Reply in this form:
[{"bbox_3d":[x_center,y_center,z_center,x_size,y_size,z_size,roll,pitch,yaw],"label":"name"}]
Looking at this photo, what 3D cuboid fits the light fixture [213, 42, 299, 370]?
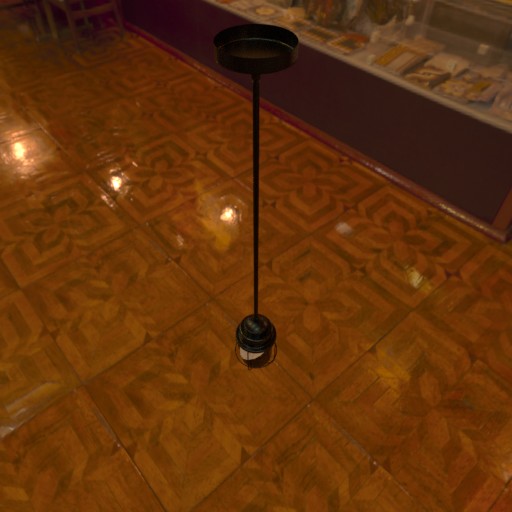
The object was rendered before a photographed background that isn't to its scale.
[{"bbox_3d":[0.000,0.000,0.978,0.123,0.920,0.123,-31,54,-25],"label":"light fixture"}]
